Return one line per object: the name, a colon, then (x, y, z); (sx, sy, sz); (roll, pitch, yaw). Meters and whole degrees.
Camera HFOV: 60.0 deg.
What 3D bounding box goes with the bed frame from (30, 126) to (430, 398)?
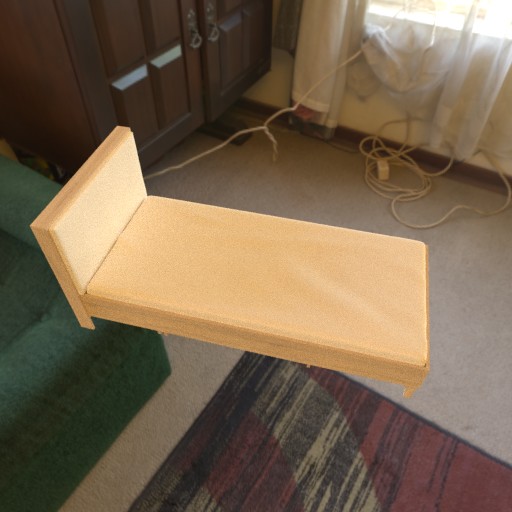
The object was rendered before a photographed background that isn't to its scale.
bed frame: (0.000, 0.000, 2.755); (2.140, 0.920, 0.990); (11, 48, 10)
